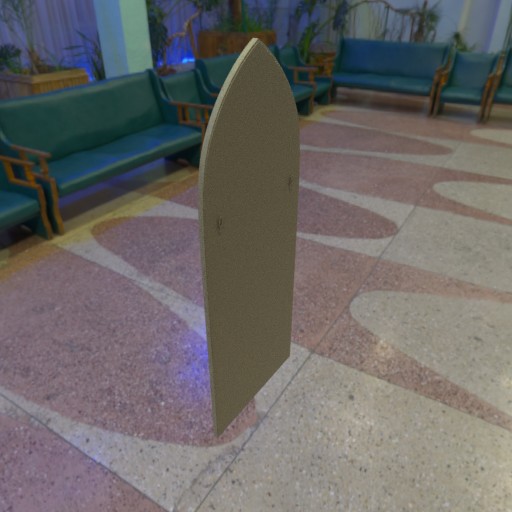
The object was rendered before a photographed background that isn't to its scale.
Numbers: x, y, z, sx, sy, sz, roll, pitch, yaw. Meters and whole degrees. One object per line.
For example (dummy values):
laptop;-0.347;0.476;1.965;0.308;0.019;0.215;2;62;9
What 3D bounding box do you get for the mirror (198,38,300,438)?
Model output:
mirror;0.000;0.000;1.327;0.025;1.175;0.464;20;37;29
